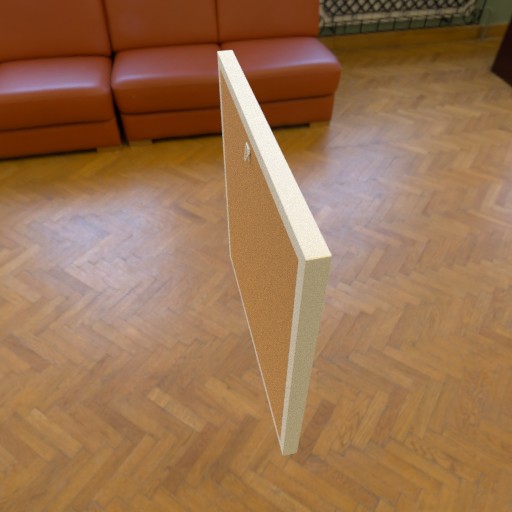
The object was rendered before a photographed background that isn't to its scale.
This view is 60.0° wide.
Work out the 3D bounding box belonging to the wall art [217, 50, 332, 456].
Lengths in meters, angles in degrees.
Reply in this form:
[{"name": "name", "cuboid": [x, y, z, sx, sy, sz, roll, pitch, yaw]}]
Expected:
[{"name": "wall art", "cuboid": [0.000, 0.000, 1.165, 0.050, 0.762, 0.761, -9, 47, -9]}]
